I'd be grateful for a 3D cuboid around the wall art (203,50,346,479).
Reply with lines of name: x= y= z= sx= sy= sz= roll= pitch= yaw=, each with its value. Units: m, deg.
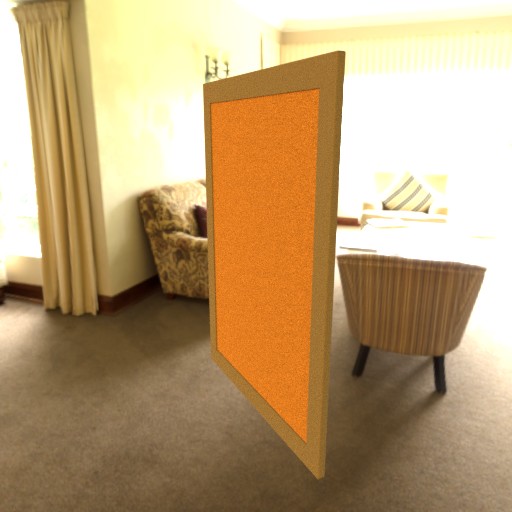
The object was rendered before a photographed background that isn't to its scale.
wall art: x=0.000 y=0.000 z=0.683 sx=0.012 sy=0.529 sz=0.374 roll=-8 pitch=18 yaw=-27
